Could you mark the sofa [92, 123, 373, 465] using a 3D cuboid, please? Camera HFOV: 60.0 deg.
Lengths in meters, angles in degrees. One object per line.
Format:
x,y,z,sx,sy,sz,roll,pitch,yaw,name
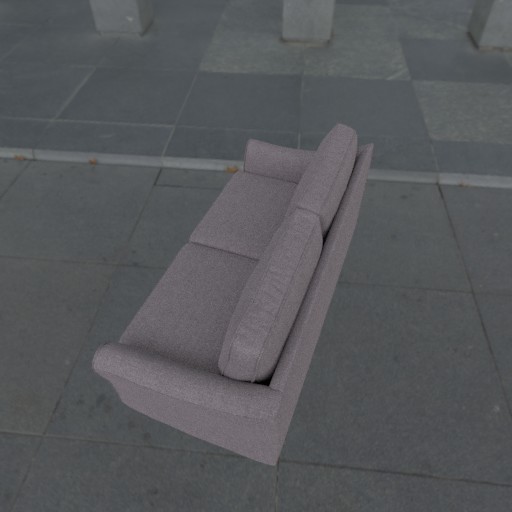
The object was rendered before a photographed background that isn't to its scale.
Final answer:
0.000,0.000,2.829,1.013,0.976,2.203,15,48,14,sofa
